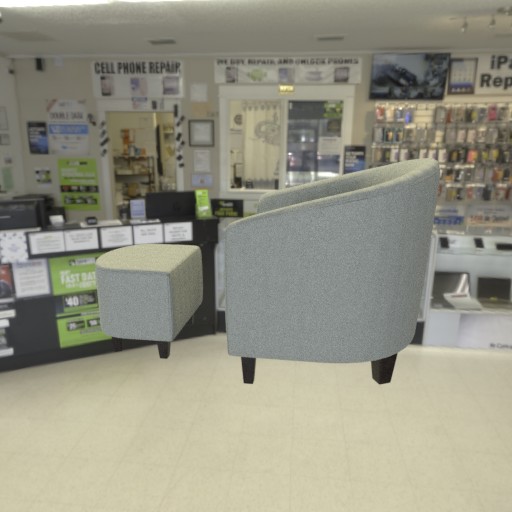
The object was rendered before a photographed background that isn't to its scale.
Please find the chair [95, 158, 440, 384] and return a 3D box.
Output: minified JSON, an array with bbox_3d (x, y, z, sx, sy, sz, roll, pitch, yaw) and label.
[{"bbox_3d":[0.000,0.000,1.739,1.288,0.757,0.756,2,15,8],"label":"chair"}]
